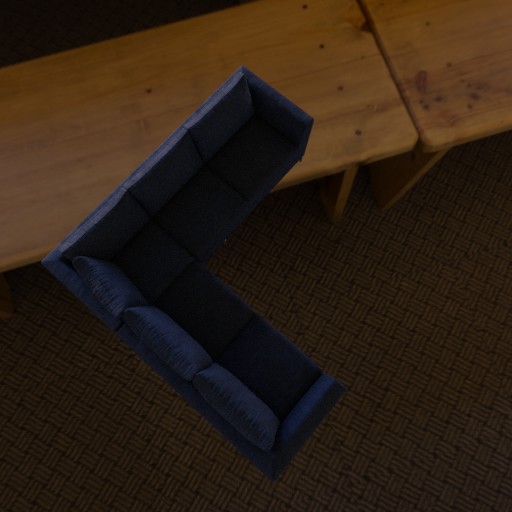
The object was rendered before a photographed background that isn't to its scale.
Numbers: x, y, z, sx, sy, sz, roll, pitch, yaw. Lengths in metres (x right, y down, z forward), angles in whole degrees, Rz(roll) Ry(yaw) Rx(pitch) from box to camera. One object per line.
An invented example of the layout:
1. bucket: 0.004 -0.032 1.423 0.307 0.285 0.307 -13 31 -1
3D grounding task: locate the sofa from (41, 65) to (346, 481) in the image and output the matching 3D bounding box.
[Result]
1. sofa: 0.000 0.000 3.834 2.472 0.988 2.463 40 79 10
